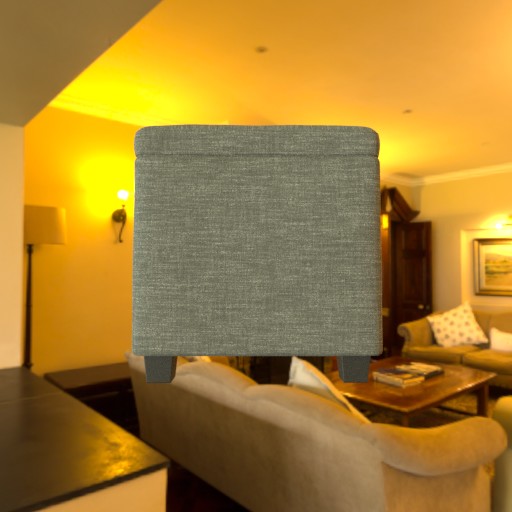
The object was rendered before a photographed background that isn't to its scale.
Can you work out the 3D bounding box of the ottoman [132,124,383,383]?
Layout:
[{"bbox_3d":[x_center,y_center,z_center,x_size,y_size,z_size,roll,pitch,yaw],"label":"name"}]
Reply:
[{"bbox_3d":[0.000,0.000,1.139,0.419,0.432,0.902,0,-2,0],"label":"ottoman"}]
